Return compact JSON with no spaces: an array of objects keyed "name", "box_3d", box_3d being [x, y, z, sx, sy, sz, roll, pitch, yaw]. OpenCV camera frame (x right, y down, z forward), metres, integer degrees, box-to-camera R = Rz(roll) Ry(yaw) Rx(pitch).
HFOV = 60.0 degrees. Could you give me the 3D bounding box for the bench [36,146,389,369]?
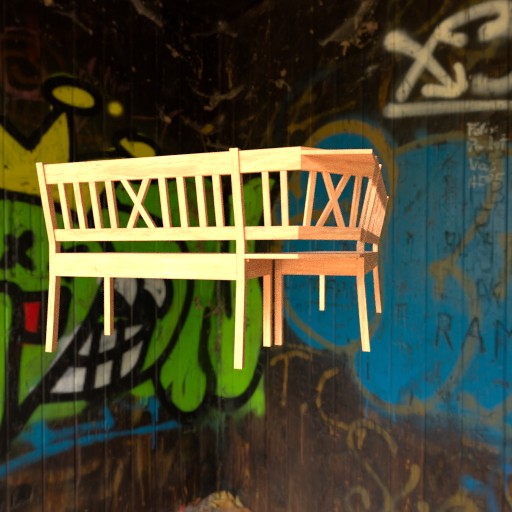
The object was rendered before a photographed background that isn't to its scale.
[{"name":"bench","box_3d":[0.000,0.000,2.767,1.537,0.902,1.937,0,1,18]}]
